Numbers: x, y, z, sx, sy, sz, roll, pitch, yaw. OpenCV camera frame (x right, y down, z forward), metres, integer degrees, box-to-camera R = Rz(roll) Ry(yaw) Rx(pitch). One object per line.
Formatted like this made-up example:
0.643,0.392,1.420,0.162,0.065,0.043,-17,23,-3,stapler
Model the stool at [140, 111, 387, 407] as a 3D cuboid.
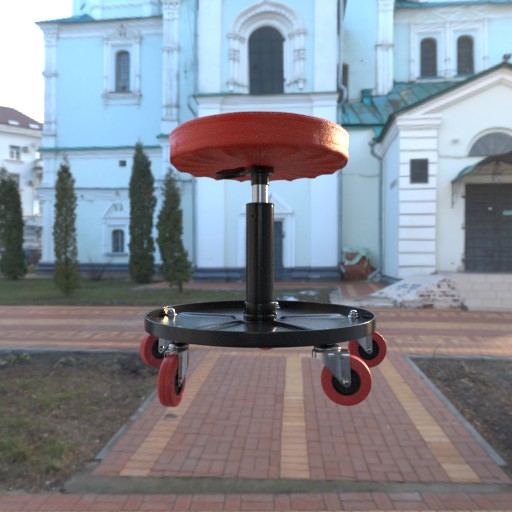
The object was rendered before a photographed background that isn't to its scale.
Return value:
0.000,0.000,0.679,0.381,0.365,0.382,0,0,17,stool
